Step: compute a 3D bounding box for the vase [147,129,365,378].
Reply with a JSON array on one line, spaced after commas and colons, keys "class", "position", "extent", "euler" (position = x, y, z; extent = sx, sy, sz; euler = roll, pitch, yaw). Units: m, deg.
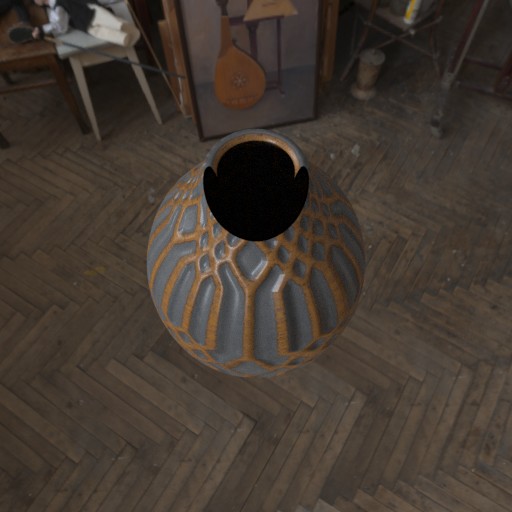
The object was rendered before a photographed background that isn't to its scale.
[{"class": "vase", "position": [0.000, 0.000, 0.139], "extent": [0.069, 0.088, 0.069], "euler": [0, 63, 0]}]
